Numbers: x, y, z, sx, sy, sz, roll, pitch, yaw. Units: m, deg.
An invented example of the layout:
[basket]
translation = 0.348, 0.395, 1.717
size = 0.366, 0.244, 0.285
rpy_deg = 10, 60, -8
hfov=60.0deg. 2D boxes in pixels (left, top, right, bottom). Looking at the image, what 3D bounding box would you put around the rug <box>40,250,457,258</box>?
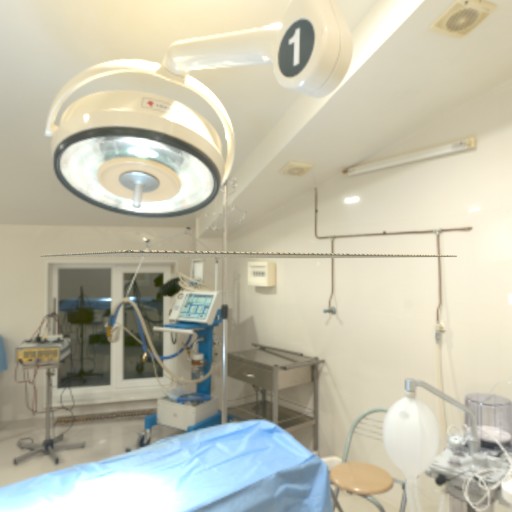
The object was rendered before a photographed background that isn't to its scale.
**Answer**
[rug]
translation = 0.000, 0.000, 2.201
size = 1.752, 0.008, 1.144
rpy_deg = 1, -1, -37
